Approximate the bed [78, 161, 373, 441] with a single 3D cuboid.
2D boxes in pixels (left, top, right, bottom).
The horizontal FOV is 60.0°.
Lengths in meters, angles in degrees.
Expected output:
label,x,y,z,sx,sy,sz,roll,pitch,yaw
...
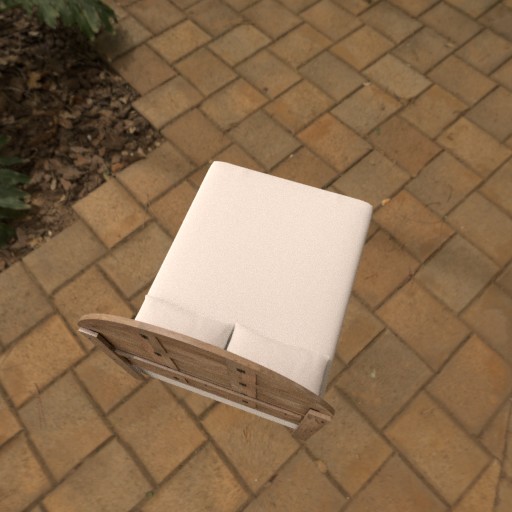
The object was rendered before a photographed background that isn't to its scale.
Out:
label,x,y,z,sx,sy,sz,roll,pitch,yaw
bed,0.000,0.000,3.446,1.713,2.002,2.112,17,64,9
